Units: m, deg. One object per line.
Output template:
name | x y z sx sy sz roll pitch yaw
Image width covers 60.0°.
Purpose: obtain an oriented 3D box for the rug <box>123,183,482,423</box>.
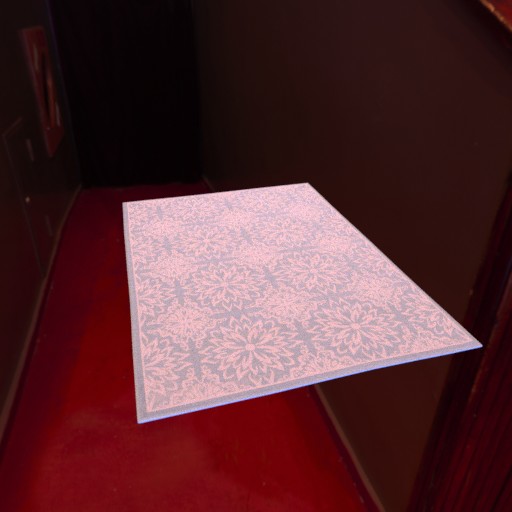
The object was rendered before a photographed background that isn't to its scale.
rug | 0.000 0.000 2.813 1.589 0.014 2.205 -8 31 -14
